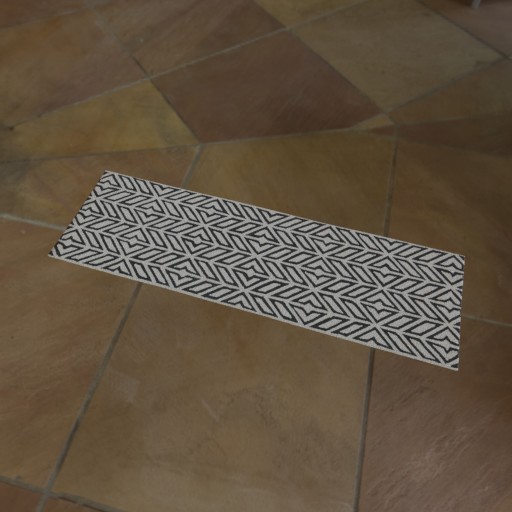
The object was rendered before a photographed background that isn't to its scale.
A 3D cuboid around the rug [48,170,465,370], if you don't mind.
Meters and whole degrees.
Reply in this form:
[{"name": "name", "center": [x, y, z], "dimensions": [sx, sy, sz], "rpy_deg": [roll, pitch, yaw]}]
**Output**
[{"name": "rug", "center": [0.000, 0.000, 2.707], "dimensions": [2.435, 0.009, 0.750], "rpy_deg": [14, 58, 9]}]
